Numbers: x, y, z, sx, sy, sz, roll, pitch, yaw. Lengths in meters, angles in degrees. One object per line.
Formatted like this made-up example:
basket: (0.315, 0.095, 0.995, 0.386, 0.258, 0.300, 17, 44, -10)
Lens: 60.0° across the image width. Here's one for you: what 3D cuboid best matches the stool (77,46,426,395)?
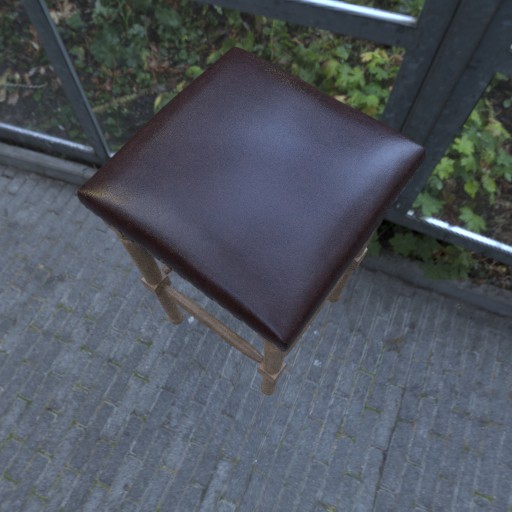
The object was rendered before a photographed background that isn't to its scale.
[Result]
stool: (0.000, 0.000, 0.933, 0.382, 0.702, 0.383, 34, 70, 15)
